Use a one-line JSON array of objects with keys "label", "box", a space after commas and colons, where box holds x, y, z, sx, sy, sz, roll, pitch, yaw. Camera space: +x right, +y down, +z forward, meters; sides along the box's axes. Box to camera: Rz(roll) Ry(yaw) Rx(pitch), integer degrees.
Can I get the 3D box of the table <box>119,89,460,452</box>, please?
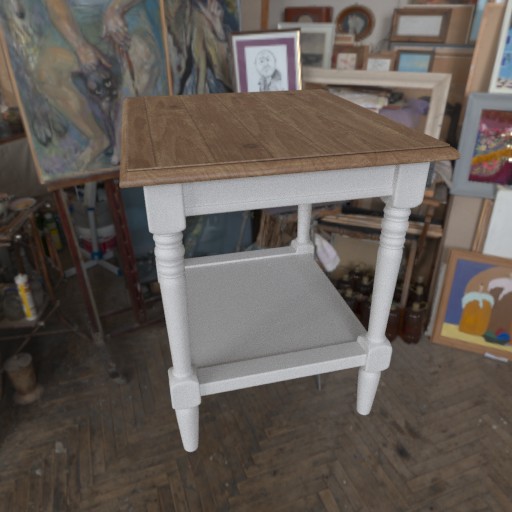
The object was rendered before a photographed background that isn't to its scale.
[{"label": "table", "box": [0.000, 0.000, 0.912, 0.457, 0.561, 0.508, -7, 30, -12]}]
